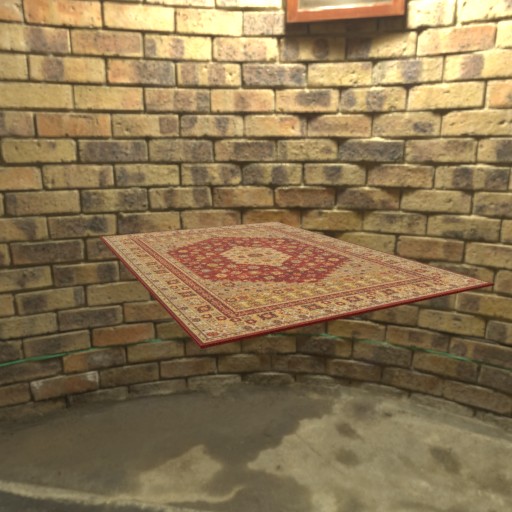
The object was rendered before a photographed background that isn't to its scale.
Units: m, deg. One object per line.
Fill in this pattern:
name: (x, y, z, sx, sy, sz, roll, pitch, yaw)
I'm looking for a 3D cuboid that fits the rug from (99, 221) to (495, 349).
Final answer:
rug: (0.000, 0.000, 2.853, 1.593, 0.013, 2.211, -7, 15, -27)
